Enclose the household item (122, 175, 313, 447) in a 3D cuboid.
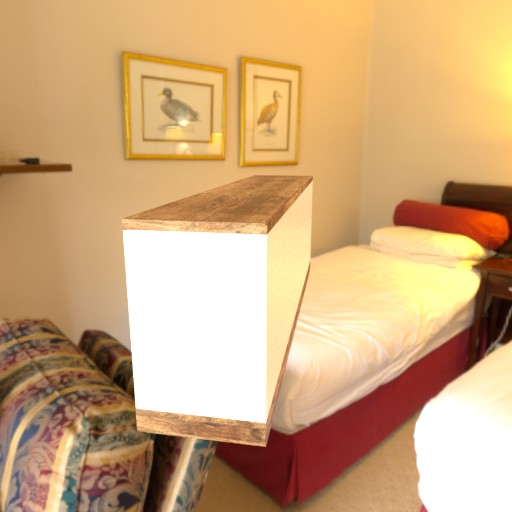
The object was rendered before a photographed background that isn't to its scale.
[{"bbox_3d":[0.000,0.000,2.025,0.390,0.615,1.800,3,14,10],"label":"household item"}]
